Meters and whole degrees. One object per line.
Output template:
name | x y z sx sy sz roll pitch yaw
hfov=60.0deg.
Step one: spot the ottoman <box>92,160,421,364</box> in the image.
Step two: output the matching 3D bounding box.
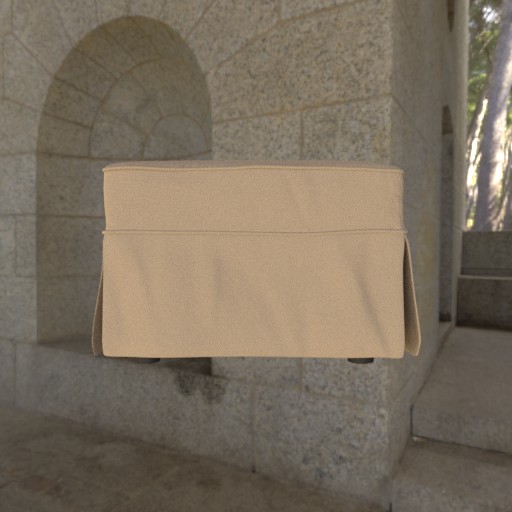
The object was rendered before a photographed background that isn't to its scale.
ottoman | 0.000 0.000 1.375 0.721 0.482 0.959 0 1 0
